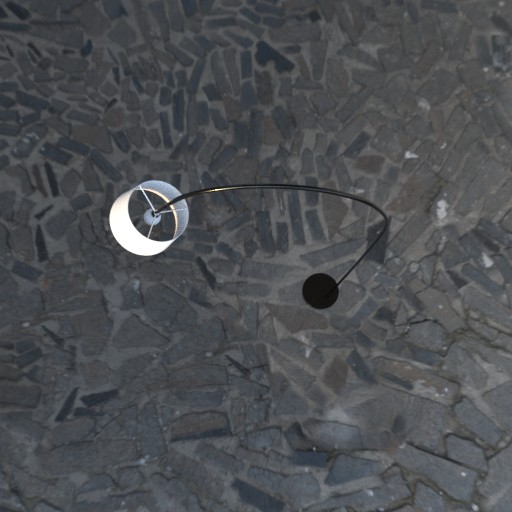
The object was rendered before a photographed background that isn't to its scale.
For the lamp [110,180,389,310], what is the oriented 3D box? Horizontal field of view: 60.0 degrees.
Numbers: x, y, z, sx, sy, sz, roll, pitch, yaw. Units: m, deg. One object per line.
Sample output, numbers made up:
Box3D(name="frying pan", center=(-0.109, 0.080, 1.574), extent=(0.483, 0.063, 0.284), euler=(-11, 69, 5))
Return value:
Box3D(name="lamp", center=(0.000, 0.000, 2.672), extent=(1.363, 2.104, 0.331), euler=(3, 75, 1))
